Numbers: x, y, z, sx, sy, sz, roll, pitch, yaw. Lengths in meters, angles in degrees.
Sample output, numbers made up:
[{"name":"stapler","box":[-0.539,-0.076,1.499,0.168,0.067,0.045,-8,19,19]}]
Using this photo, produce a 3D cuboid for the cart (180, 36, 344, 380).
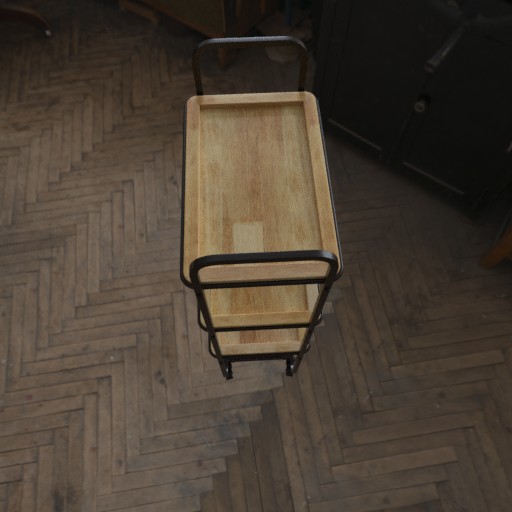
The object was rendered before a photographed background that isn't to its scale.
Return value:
[{"name":"cart","box":[0.000,0.000,1.315,0.321,1.080,0.545,-3,64,-1]}]
